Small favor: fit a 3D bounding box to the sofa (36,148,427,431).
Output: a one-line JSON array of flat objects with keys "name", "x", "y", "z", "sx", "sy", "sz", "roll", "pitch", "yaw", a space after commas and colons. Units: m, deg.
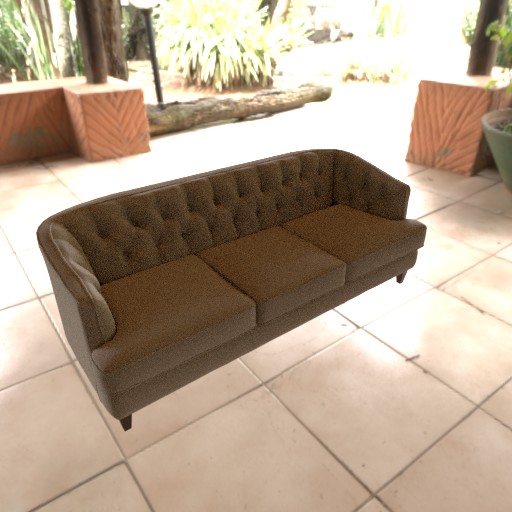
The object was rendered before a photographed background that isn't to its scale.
[{"name": "sofa", "x": 0.000, "y": 0.000, "z": 2.722, "sx": 2.278, "sy": 0.855, "sz": 0.941, "roll": -21, "pitch": 36, "yaw": -32}]
